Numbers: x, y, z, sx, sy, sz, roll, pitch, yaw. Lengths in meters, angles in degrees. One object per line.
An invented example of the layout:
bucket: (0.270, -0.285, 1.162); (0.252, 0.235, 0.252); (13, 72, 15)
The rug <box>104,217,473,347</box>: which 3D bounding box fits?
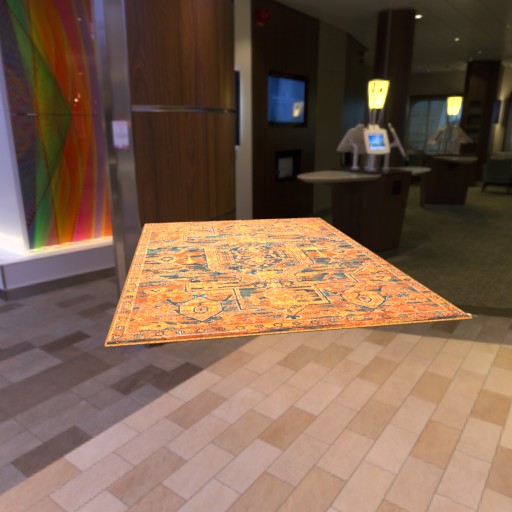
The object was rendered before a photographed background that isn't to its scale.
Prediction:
rug: (0.000, 0.000, 3.764); (2.043, 0.019, 2.916); (-3, 17, -9)
